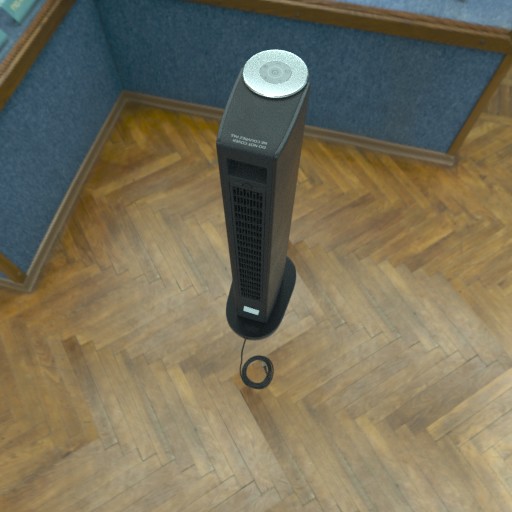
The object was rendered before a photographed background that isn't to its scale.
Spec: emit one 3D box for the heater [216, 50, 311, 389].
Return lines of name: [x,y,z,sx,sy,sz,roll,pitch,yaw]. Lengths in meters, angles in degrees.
heater: [0.000,0.000,1.055,0.214,0.856,0.458,15,65,7]
